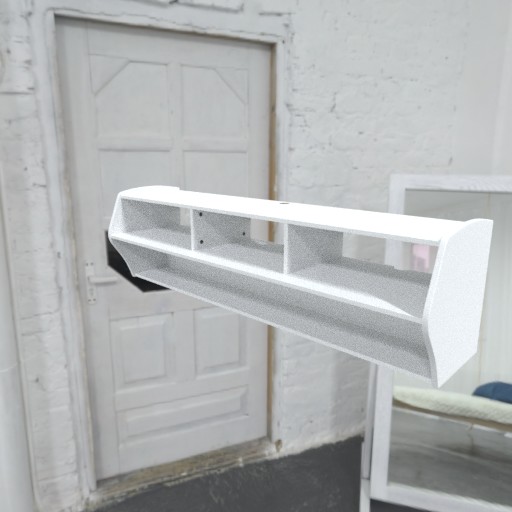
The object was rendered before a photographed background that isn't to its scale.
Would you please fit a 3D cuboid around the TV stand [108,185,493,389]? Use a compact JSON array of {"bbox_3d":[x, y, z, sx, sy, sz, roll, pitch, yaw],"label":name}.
[{"bbox_3d":[0.000,0.000,1.650,1.473,0.424,0.397,13,19,42],"label":"TV stand"}]
